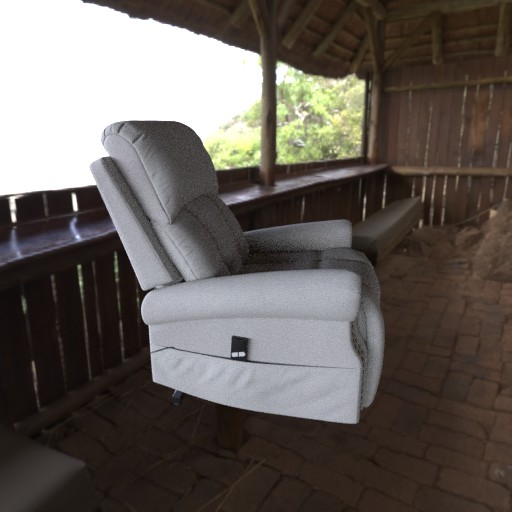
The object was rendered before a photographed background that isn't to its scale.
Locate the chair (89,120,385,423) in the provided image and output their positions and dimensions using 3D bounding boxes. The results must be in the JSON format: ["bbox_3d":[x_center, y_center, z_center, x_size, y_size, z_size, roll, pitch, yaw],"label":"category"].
[{"bbox_3d":[0.000,0.000,1.759,0.979,1.031,0.871,3,17,9],"label":"chair"}]
